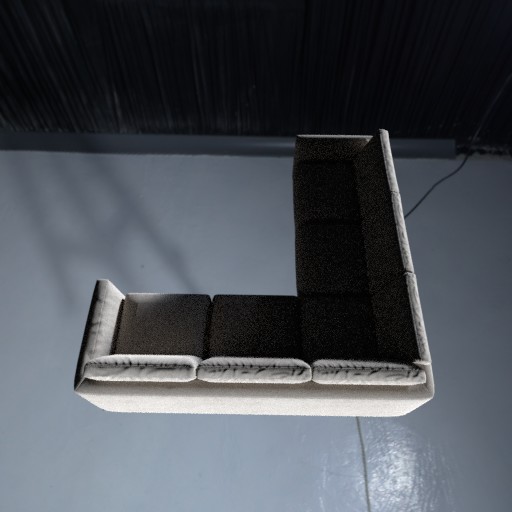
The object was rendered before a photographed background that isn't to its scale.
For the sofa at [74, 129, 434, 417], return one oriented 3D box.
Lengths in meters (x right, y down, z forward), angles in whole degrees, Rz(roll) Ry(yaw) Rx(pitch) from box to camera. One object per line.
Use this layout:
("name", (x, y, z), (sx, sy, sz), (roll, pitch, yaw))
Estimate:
("sofa", (0.000, 0.000, 3.713), (2.438, 0.864, 2.438), (1, 59, 0))
